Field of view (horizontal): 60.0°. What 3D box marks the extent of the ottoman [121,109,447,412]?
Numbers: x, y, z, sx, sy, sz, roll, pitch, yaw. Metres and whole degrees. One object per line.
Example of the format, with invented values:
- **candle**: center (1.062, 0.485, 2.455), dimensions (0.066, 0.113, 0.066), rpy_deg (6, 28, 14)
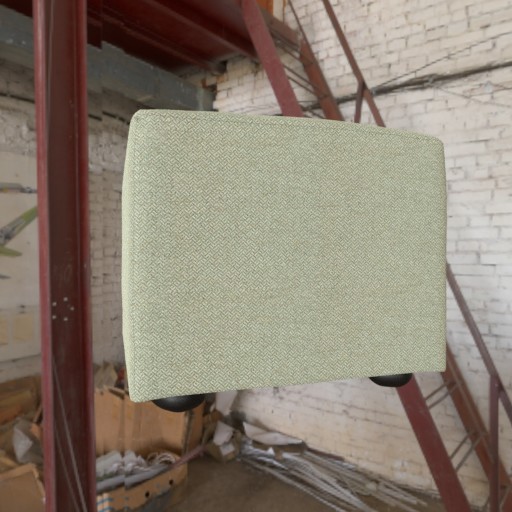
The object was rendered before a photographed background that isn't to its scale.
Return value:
- **ottoman**: center (0.000, 0.000, 0.894), dimensions (0.512, 0.453, 0.521), rpy_deg (0, 1, -18)
